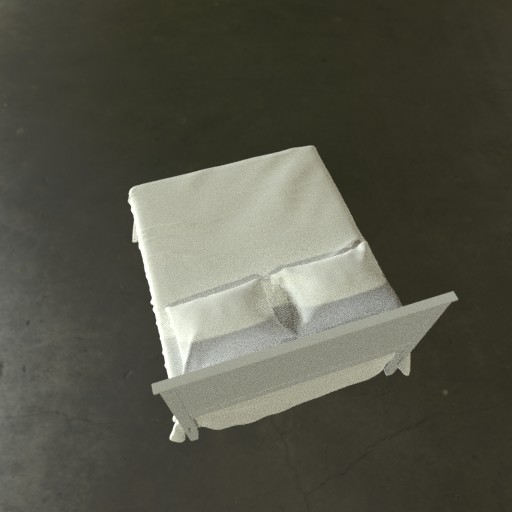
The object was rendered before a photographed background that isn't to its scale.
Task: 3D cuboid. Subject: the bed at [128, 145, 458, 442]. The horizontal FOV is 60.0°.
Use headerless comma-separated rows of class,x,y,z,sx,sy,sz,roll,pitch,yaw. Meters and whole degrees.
bed,0.000,0.000,3.273,1.876,1.269,2.047,-15,59,-9
